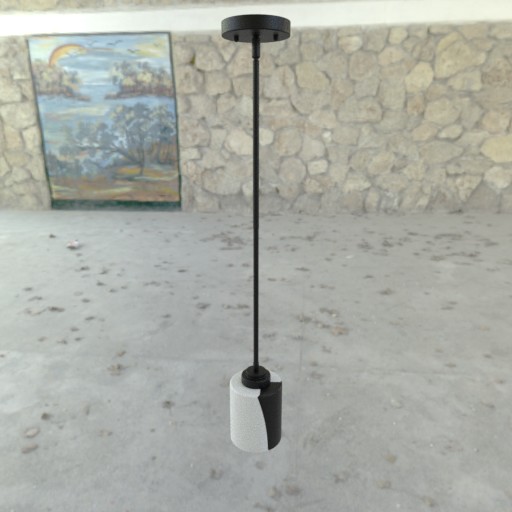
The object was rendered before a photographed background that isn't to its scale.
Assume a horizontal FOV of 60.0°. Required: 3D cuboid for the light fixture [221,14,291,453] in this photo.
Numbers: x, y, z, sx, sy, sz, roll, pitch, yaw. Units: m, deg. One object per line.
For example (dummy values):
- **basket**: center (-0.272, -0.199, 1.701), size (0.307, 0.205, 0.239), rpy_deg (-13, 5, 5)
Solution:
- **light fixture**: center (0.000, 0.000, 0.907), size (0.123, 0.863, 0.123), rpy_deg (2, 16, 7)
